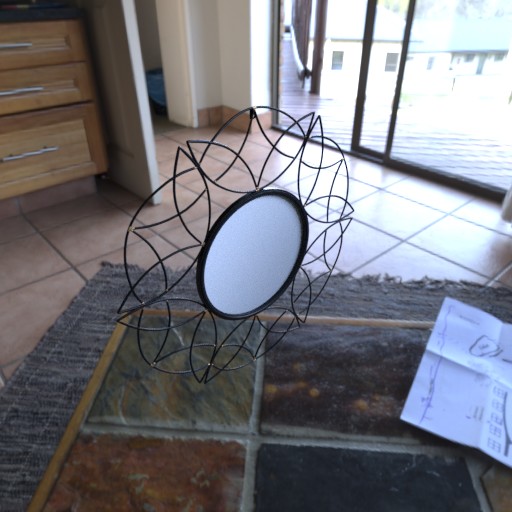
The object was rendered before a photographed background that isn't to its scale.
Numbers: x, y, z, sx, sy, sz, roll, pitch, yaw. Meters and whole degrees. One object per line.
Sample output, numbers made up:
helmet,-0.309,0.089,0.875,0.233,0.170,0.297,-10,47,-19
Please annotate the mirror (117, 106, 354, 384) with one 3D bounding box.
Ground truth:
mirror,0.000,0.000,1.183,0.797,0.775,0.028,-24,39,-33
